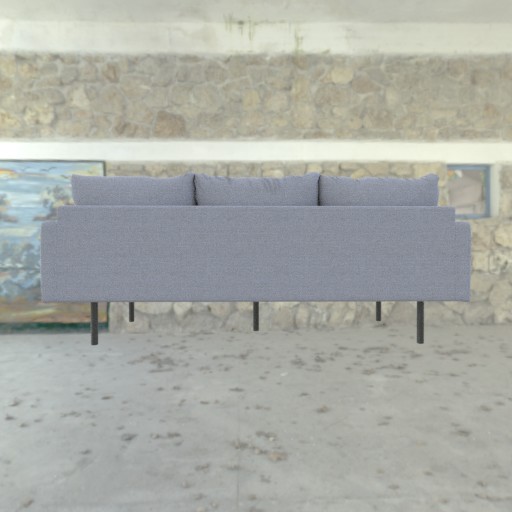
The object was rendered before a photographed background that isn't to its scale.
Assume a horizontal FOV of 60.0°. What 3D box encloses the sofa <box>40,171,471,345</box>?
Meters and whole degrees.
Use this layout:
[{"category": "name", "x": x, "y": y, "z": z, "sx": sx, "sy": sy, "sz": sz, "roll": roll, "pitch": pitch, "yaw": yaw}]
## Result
[{"category": "sofa", "x": 0.000, "y": 0.000, "z": 2.467, "sx": 2.000, "sy": 0.830, "sz": 0.850, "roll": 0, "pitch": 1, "yaw": -1}]
